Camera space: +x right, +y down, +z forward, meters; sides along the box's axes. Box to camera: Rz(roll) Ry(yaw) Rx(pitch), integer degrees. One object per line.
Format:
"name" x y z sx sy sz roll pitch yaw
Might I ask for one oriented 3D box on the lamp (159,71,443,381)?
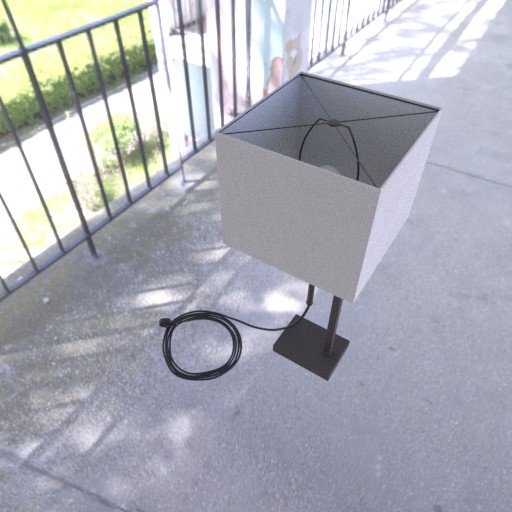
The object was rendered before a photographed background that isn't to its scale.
"lamp" 0.000 0.000 0.971 0.504 0.660 0.399 25 50 23
